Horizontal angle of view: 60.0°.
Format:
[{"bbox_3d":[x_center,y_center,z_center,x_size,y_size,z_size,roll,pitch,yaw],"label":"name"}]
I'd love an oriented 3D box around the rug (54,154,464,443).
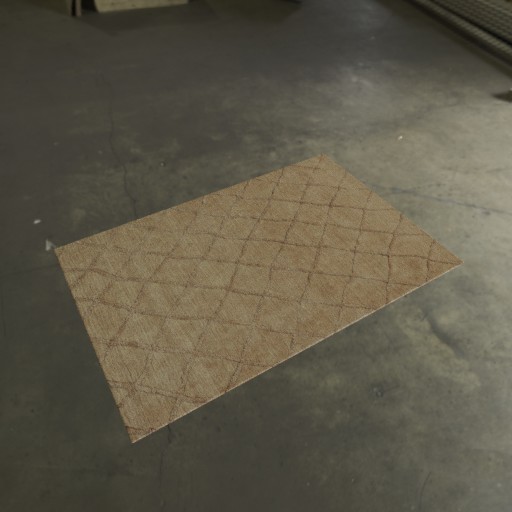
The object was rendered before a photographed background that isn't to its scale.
[{"bbox_3d":[0.000,0.000,2.973,2.292,0.014,1.528,-23,50,-21],"label":"rug"}]
